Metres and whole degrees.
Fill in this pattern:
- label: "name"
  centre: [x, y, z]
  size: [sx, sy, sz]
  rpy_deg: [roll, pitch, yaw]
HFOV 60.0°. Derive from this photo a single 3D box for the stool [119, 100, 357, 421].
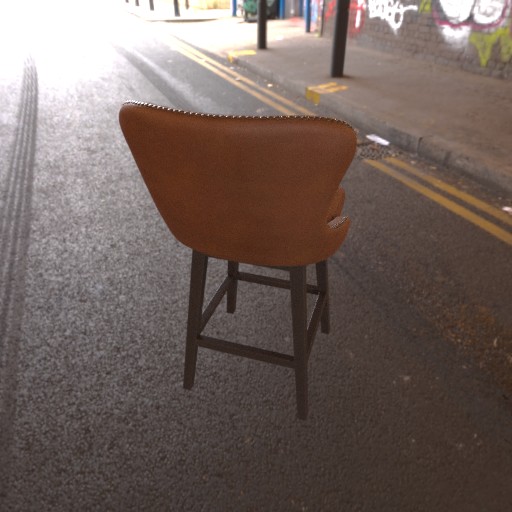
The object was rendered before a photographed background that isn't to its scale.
- label: "stool"
  centre: [0.000, 0.000, 1.306]
  size: [0.528, 0.971, 0.593]
  rpy_deg: [10, 34, 15]
